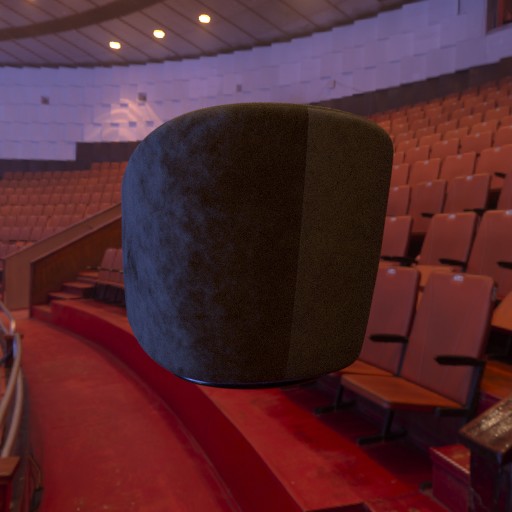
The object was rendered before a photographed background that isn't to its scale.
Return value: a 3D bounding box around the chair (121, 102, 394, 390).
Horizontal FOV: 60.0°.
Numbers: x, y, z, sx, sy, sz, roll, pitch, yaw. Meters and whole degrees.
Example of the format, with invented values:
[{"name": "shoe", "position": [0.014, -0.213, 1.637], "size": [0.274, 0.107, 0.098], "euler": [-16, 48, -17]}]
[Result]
[{"name": "chair", "position": [0.000, 0.000, 1.339], "size": [0.773, 0.698, 0.767], "euler": [0, 1, -18]}]
